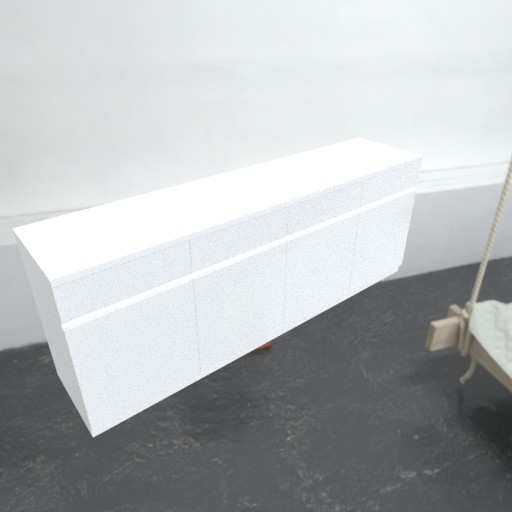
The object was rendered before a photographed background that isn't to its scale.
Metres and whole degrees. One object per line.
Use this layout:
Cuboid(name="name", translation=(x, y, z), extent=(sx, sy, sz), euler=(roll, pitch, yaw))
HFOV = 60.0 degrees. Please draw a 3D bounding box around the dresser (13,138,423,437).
Cuboid(name="dresser", translation=(0.000, 0.000, 2.485), extent=(2.200, 0.840, 0.500), euler=(-22, 37, -33))
